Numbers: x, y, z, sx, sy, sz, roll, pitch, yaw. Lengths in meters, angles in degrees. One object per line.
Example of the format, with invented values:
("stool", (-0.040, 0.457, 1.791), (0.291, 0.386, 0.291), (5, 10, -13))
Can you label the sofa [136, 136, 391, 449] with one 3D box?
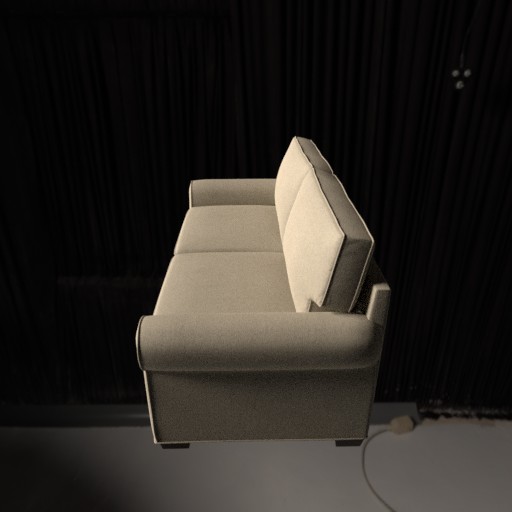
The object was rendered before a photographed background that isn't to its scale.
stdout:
("sofa", (0.000, 0.000, 2.287), (0.861, 0.933, 1.774), (-1, 26, -1))
